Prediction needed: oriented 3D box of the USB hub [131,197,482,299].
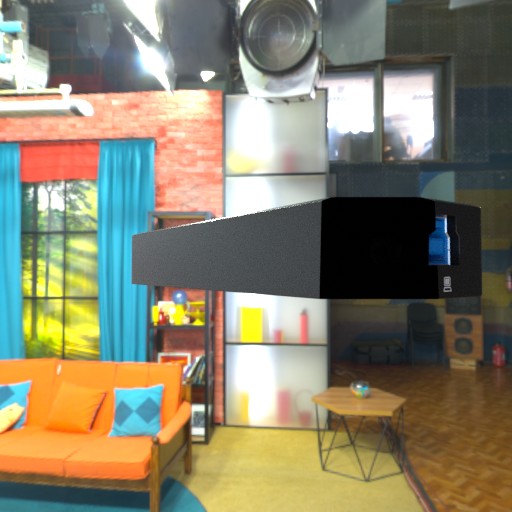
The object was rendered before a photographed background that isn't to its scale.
[{"bbox_3d":[0.000,0.000,0.160,0.044,0.023,0.145,1,-2,-35],"label":"USB hub"}]
